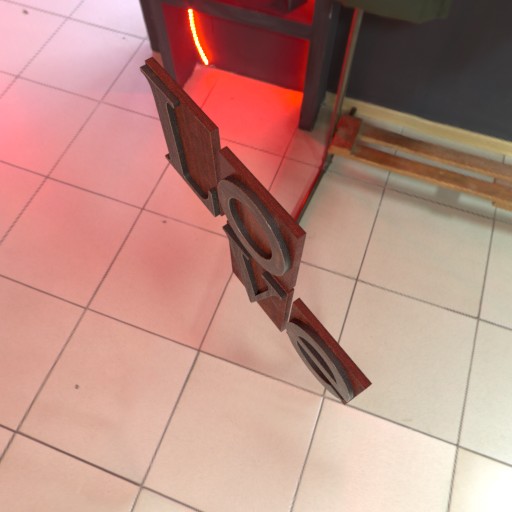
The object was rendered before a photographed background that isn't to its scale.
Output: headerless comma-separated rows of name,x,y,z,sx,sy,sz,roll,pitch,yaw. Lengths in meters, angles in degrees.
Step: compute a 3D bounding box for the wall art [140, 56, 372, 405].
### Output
wall art,0.000,0.000,0.874,0.030,0.497,0.635,-34,69,-15
